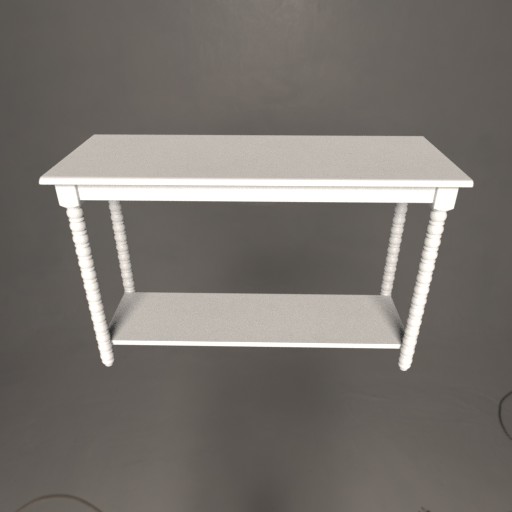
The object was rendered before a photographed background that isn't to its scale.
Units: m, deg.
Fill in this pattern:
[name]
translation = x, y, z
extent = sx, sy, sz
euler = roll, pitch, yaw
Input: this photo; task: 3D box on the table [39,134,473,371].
[table]
translation = 0.000, 0.000, 1.576
extent = 1.184, 0.740, 0.459
euler = 1, 30, 1
